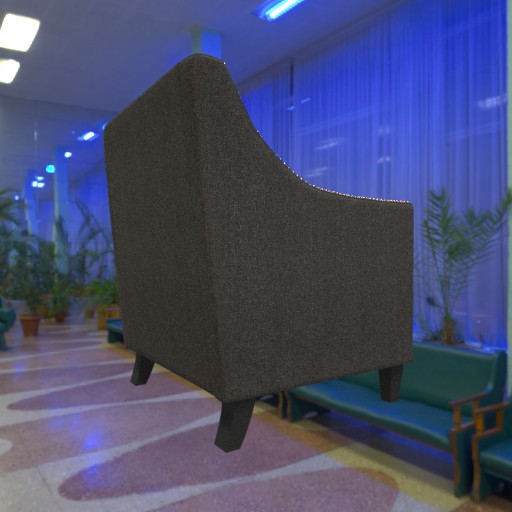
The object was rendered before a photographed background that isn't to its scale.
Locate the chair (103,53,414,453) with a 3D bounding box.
[{"bbox_3d":[0.000,0.000,1.577,0.884,0.967,0.776,0,0,-34],"label":"chair"}]
